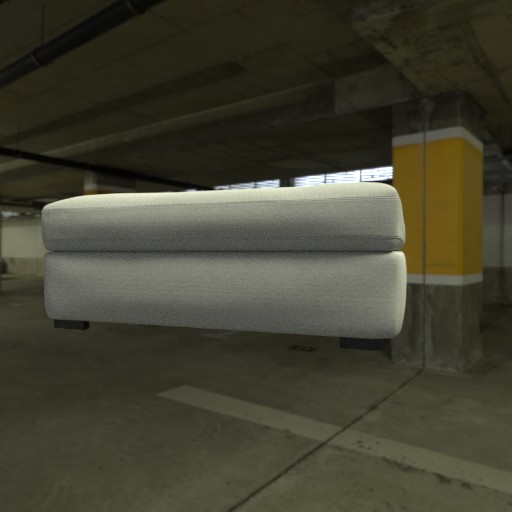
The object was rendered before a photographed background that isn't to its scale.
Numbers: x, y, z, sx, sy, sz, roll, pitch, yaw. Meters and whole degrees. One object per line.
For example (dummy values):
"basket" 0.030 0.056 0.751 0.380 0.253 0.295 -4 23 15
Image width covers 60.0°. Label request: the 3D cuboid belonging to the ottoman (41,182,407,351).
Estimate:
"ottoman" 0.000 0.000 1.813 1.167 0.482 1.163 0 1 19
